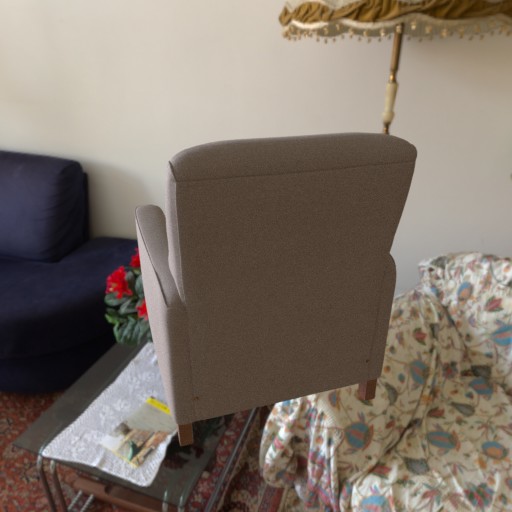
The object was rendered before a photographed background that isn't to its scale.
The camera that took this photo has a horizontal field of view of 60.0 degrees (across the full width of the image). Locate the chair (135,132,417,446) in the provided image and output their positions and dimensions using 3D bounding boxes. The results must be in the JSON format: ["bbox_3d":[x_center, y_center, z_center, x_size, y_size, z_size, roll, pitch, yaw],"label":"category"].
[{"bbox_3d":[0.000,0.000,1.679,0.845,1.023,0.859,-8,27,-16],"label":"chair"}]
